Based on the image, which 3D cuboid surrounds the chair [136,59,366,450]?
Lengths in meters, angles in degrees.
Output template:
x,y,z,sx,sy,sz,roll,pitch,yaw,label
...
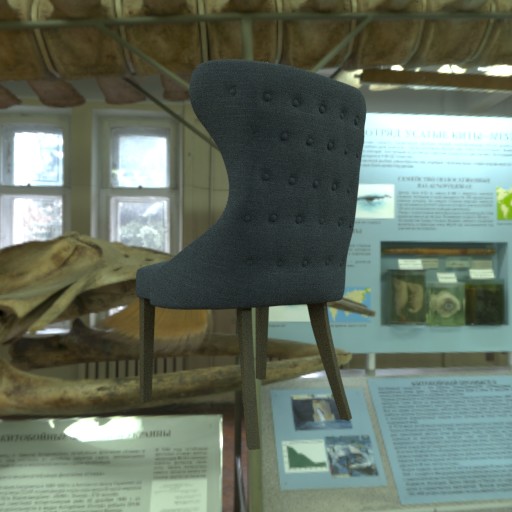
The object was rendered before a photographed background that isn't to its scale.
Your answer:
x,y,z,sx,sy,sz,roll,pitch,yaw,label
0.000,0.000,1.398,0.628,0.967,0.635,1,-1,-36,chair
